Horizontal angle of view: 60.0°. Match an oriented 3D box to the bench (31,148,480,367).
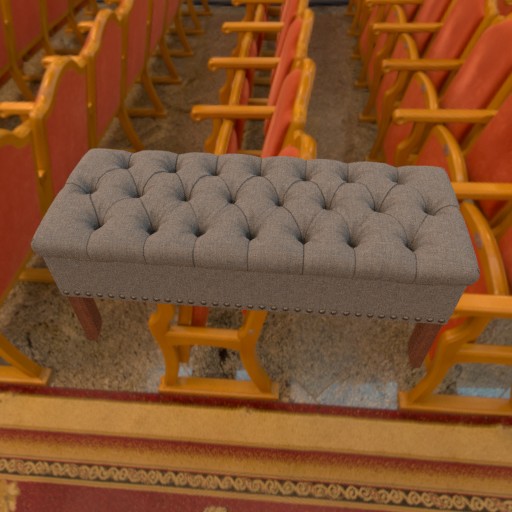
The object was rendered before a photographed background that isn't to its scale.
[{"bbox_3d":[0.000,0.000,1.306,1.052,0.470,0.417,4,46,4],"label":"bench"}]
